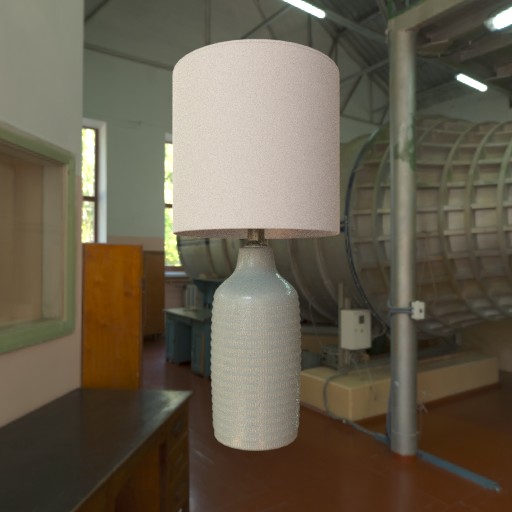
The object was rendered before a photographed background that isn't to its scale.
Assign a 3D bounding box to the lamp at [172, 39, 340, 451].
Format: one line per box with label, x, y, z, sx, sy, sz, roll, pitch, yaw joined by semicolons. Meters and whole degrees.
lamp;0.000;0.000;0.594;0.220;0.475;0.220;0;-1;0
